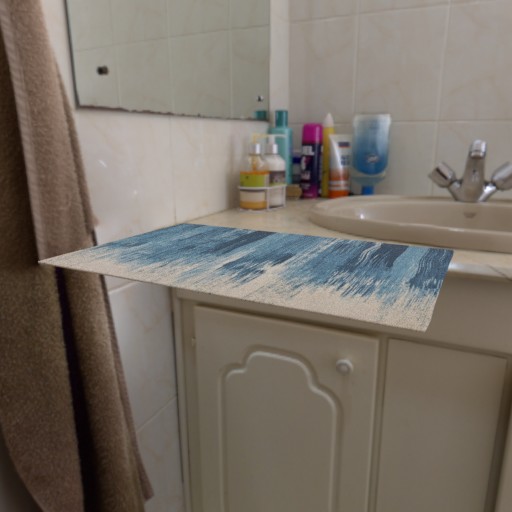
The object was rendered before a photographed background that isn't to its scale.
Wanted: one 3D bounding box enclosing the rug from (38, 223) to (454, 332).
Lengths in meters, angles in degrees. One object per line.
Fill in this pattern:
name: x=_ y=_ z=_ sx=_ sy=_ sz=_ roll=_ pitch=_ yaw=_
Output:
rug: x=0.000 y=0.000 z=2.326 sx=1.836 sy=0.009 sz=1.232 roll=7 pitch=16 yaw=26
